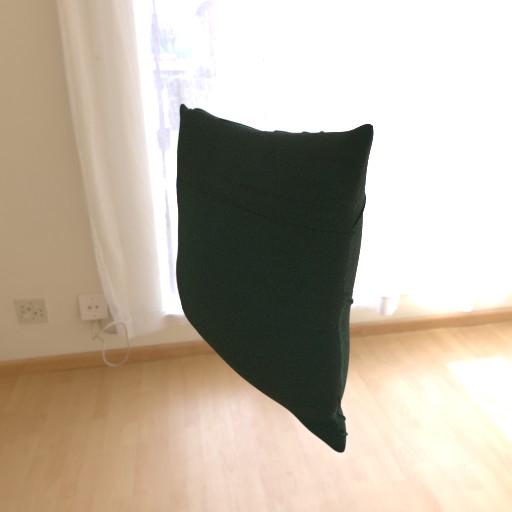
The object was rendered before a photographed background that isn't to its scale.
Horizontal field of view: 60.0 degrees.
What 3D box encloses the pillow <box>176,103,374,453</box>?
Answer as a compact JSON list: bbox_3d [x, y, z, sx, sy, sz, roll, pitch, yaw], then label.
[{"bbox_3d":[0.000,0.000,0.694,0.184,0.440,0.439,-16,28,-32],"label":"pillow"}]
